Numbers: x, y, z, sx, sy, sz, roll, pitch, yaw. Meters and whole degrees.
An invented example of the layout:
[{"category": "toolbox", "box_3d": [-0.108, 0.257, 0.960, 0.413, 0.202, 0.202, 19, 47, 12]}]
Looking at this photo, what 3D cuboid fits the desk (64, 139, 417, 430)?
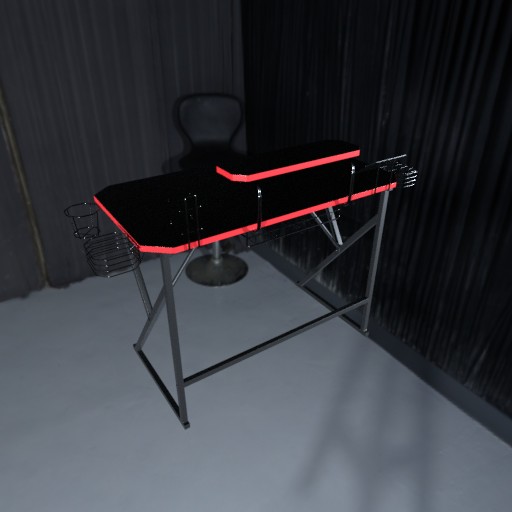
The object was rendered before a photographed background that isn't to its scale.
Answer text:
[{"category": "desk", "box_3d": [0.000, 0.000, 1.743, 1.280, 0.913, 0.588, -19, 35, -29]}]
